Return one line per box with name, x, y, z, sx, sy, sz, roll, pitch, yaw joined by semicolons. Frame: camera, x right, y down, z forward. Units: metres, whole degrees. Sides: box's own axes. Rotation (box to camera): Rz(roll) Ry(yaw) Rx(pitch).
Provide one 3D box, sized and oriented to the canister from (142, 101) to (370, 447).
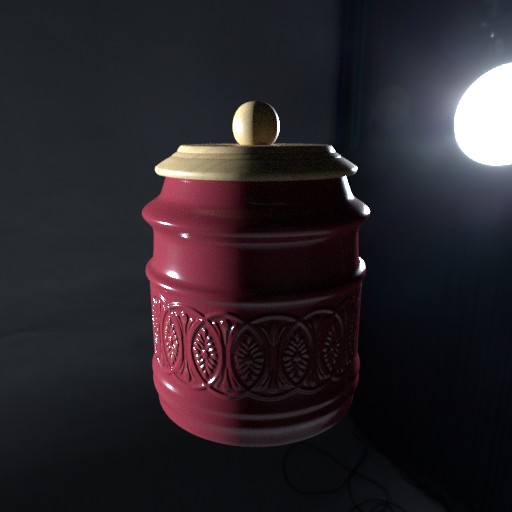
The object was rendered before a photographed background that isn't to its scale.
canister;0.000;0.000;0.267;0.130;0.176;0.130;0;15;0
